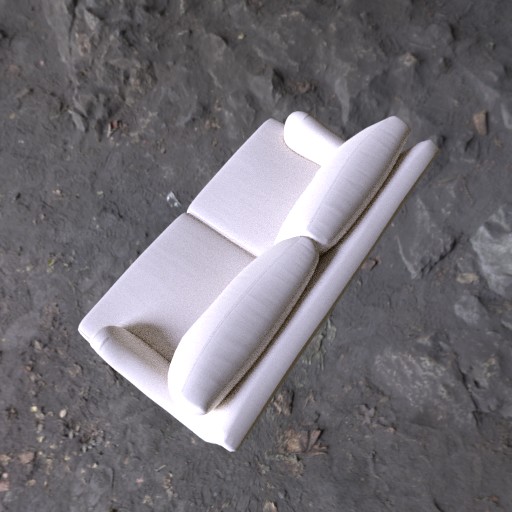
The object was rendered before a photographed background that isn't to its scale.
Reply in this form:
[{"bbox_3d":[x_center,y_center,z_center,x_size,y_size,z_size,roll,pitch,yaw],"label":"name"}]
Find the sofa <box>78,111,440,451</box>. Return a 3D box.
[{"bbox_3d":[0.000,0.000,2.500,1.084,1.101,1.853,33,68,15],"label":"sofa"}]
